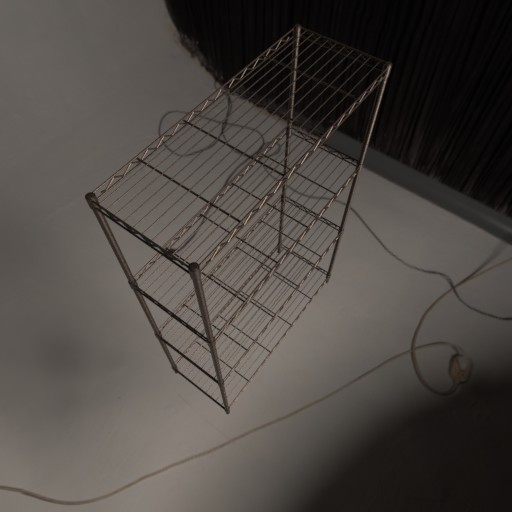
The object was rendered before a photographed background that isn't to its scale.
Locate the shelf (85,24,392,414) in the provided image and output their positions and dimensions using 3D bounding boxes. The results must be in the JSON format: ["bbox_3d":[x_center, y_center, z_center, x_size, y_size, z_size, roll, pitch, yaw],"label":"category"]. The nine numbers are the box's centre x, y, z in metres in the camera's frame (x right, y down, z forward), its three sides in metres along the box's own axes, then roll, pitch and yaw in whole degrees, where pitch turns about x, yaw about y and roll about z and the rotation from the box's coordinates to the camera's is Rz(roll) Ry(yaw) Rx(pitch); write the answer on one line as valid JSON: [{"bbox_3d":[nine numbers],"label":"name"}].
[{"bbox_3d":[0.000,0.000,1.766,0.352,1.361,0.907,32,63,19],"label":"shelf"}]
